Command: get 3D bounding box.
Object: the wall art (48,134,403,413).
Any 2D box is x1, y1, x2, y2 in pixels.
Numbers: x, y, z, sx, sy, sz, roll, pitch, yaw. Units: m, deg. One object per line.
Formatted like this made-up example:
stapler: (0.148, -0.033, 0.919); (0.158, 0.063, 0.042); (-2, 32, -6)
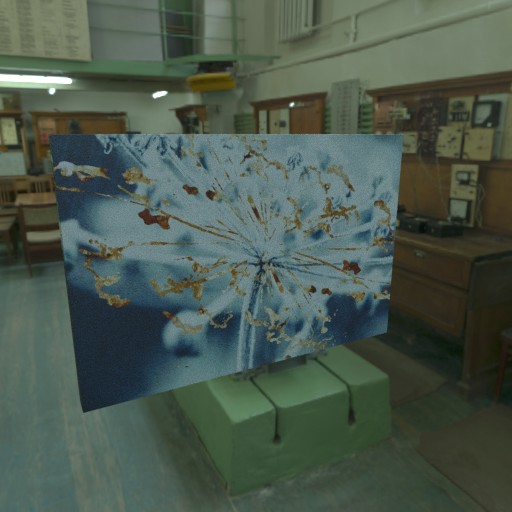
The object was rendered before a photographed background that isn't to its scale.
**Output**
wall art: (0.000, 0.000, 0.766); (0.607, 0.405, 0.036); (-8, 17, -27)
